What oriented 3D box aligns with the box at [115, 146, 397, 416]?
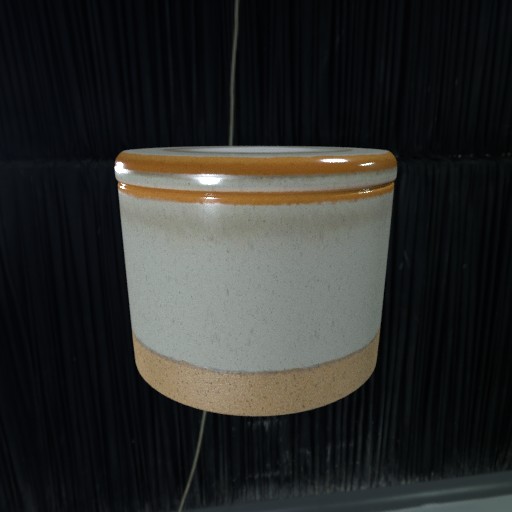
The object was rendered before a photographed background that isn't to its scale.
[{"bbox_3d":[0.000,0.000,0.213,0.123,0.100,0.123,0,15,0],"label":"box"}]
